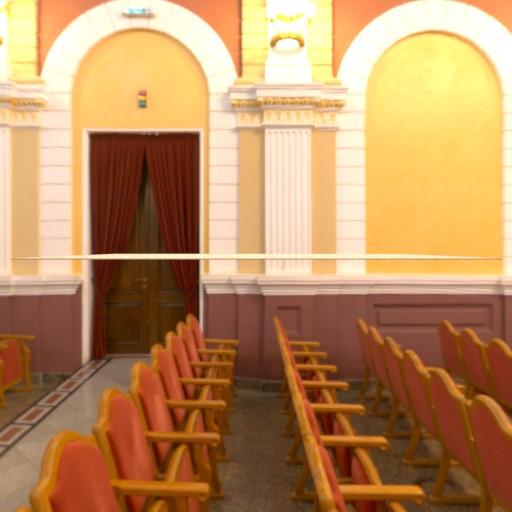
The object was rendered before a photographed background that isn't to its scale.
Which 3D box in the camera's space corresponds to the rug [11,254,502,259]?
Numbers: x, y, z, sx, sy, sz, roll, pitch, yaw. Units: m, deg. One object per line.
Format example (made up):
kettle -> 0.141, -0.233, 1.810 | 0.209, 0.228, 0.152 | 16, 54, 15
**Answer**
rug -> 0.000, 0.000, 2.826 | 2.289, 0.006, 1.523 | 0, 1, 0
